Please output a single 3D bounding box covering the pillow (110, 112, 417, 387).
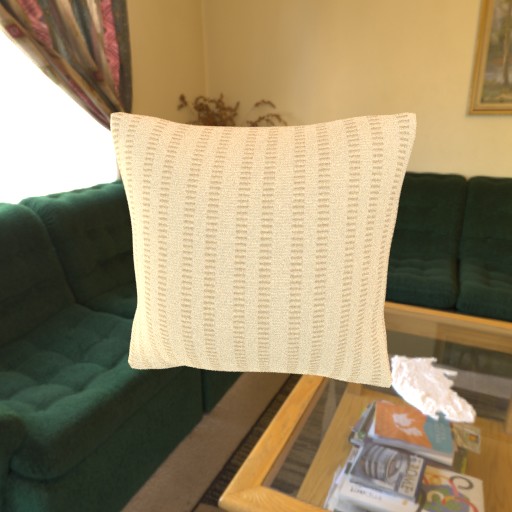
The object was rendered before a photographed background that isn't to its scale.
[{"bbox_3d":[0.000,0.000,0.677,0.438,0.419,0.247,2,17,8],"label":"pillow"}]
